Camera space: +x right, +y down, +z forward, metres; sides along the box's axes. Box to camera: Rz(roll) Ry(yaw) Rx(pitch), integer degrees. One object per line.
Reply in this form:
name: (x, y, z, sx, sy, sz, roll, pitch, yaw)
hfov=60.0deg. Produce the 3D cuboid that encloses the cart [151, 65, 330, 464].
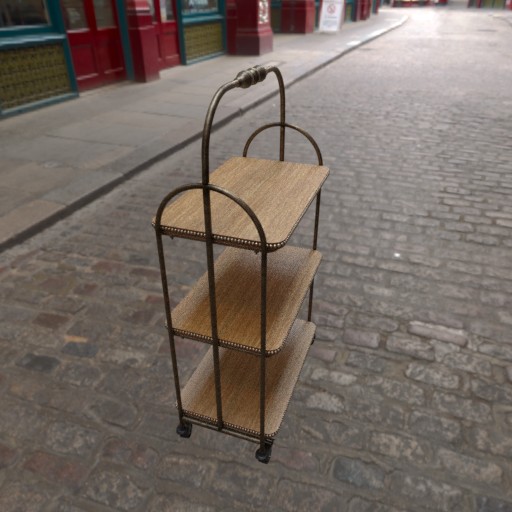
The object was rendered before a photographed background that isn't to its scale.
cart: (0.000, 0.000, 1.327, 0.330, 1.052, 0.650, 10, 32, 17)
